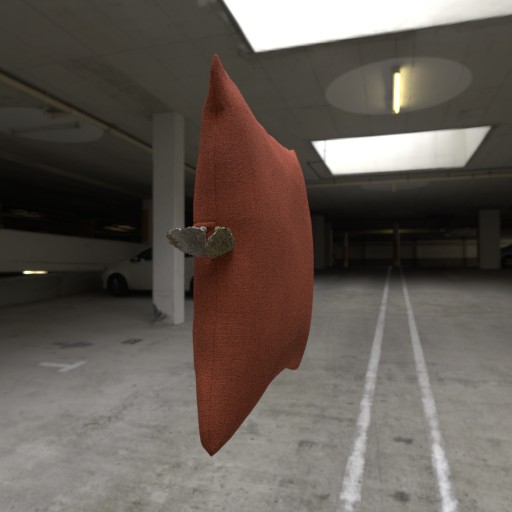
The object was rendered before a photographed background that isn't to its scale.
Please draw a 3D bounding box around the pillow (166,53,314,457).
[{"bbox_3d":[0.000,0.000,0.752,0.165,0.482,0.490,-1,-2,17],"label":"pillow"}]
